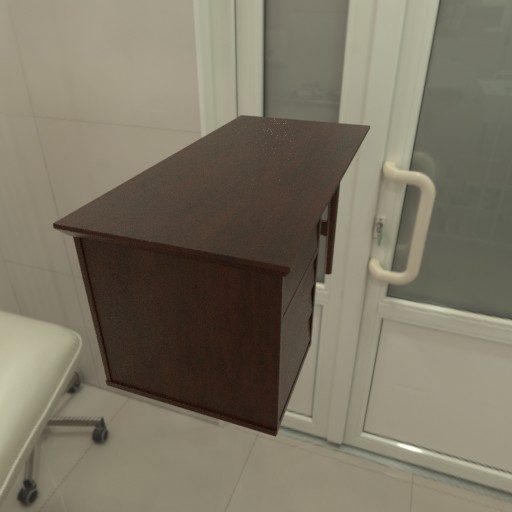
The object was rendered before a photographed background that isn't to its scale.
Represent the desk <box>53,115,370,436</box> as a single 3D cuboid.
[{"bbox_3d":[0.000,0.000,1.718,0.612,0.758,1.277,10,32,17],"label":"desk"}]
